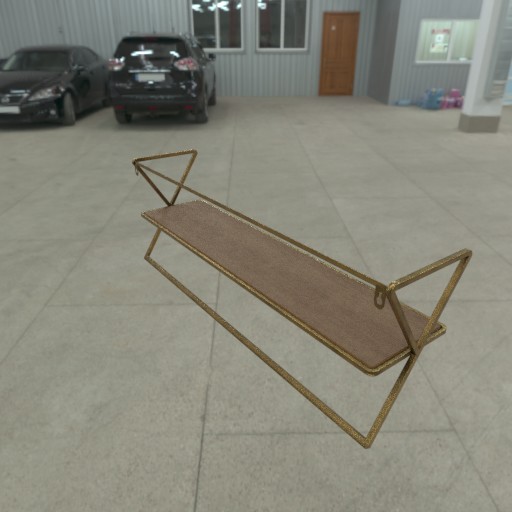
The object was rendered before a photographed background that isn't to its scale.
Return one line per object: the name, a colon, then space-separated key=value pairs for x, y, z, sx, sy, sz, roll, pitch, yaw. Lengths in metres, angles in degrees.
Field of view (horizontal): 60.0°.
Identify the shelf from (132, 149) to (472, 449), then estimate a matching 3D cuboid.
shelf: x=0.000 y=0.000 z=0.756 sx=0.150 sy=0.229 sz=0.645 roll=-18 pitch=31 yaw=-32
